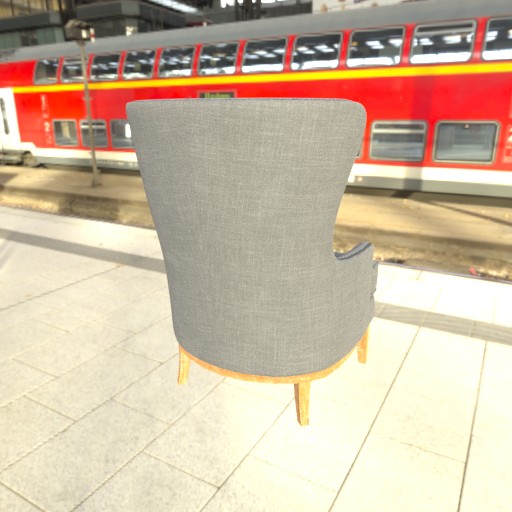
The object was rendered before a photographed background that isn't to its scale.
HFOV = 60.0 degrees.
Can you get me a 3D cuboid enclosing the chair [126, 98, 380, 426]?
[{"bbox_3d":[0.000,0.000,1.790,0.864,1.176,0.883,9,20,27],"label":"chair"}]
